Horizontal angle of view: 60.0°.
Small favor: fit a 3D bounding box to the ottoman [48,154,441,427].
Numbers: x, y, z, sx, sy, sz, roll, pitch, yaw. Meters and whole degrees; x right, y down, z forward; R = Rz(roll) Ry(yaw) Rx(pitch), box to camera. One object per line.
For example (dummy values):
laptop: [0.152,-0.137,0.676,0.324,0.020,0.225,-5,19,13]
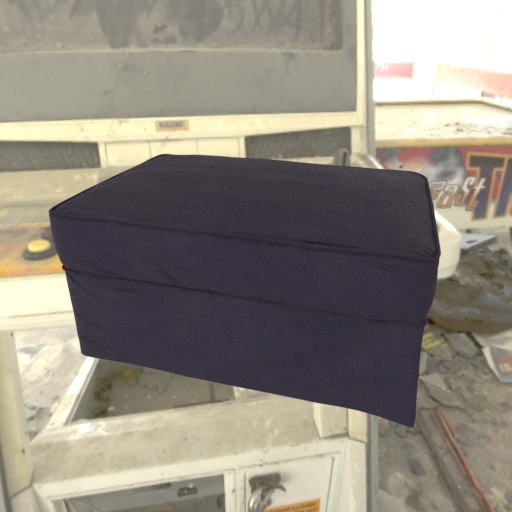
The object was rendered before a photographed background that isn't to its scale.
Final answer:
ottoman: [0.000,0.000,1.303,0.938,0.503,0.637,7,27,15]
